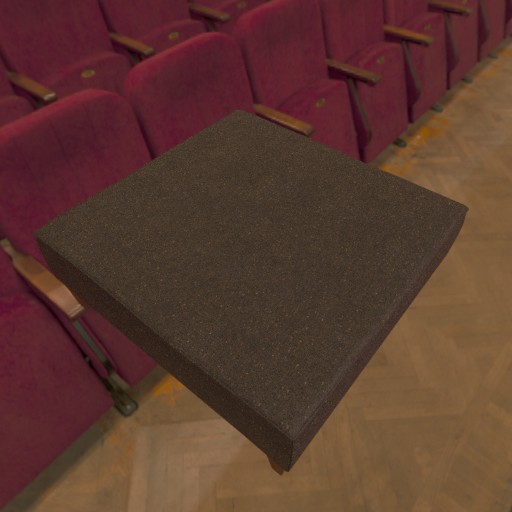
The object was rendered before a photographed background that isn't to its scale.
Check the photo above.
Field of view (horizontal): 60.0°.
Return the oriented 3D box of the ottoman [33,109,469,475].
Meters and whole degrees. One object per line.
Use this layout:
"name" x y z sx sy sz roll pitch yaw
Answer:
"ottoman" 0.000 0.000 1.511 1.004 0.382 0.968 31 54 26
